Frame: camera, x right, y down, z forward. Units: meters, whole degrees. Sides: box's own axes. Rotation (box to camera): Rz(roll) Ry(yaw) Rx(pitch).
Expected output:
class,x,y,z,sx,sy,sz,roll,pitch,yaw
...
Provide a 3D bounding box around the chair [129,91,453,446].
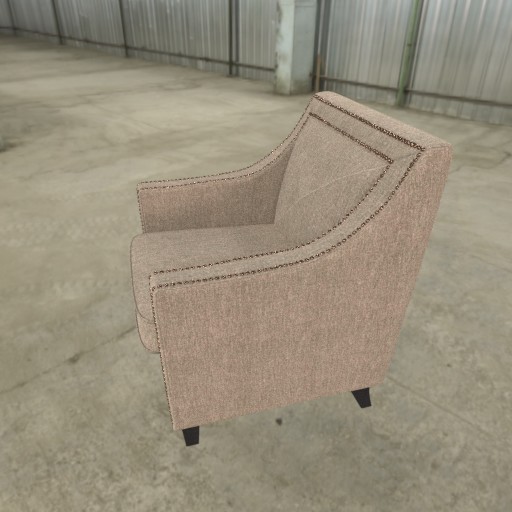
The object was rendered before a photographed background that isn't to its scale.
class,x,y,z,sx,sy,sz,roll,pitch,yaw
chair,0.000,0.000,1.593,0.884,0.967,0.776,-8,31,-14
